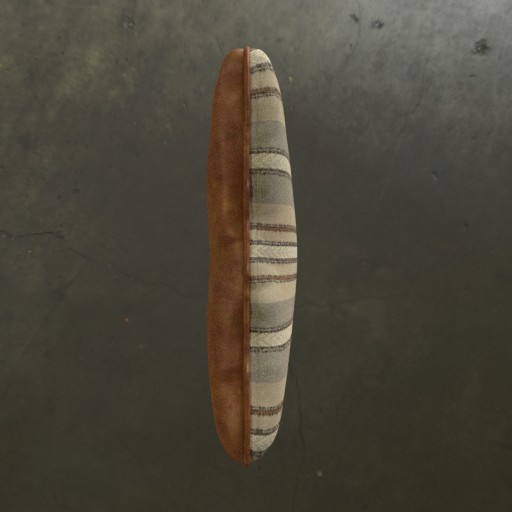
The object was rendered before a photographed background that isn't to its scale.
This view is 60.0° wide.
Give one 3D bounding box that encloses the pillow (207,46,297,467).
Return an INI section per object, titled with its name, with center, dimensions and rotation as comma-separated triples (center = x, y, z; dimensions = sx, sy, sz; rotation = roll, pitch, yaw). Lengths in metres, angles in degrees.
[pillow]
center = 0.000, 0.000, 0.728
dimensions = 0.130, 0.490, 0.489
rotation = 0, 90, 0
